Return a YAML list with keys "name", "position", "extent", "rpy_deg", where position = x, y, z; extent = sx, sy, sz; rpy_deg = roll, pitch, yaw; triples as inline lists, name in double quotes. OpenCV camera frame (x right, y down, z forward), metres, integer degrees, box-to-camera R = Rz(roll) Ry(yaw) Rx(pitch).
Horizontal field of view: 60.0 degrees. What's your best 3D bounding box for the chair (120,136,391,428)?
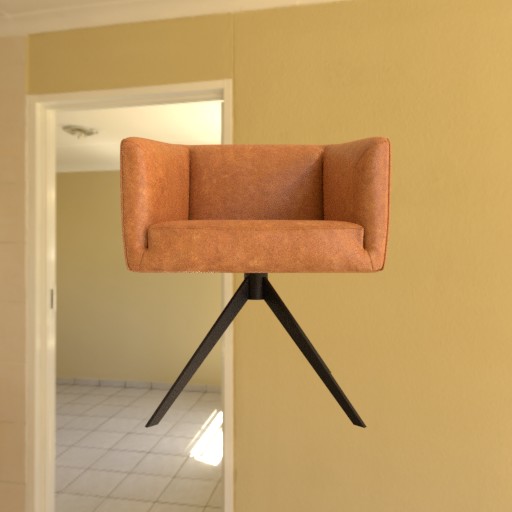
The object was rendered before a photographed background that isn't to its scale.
- name: "chair"
  position: [0.000, 0.000, 1.217]
  extent: [0.588, 0.760, 0.625]
  rpy_deg: [0, 0, 0]
